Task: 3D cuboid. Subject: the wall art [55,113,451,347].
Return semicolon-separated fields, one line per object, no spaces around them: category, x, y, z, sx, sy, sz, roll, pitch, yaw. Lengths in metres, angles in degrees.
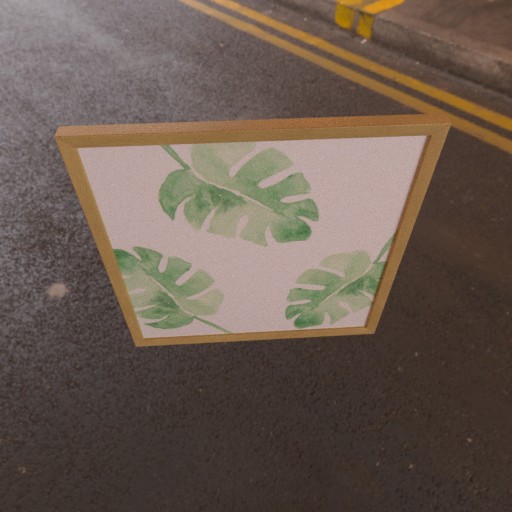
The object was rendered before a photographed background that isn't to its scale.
wall art;0.000;0.000;1.145;0.763;0.763;0.037;-3;48;-2
